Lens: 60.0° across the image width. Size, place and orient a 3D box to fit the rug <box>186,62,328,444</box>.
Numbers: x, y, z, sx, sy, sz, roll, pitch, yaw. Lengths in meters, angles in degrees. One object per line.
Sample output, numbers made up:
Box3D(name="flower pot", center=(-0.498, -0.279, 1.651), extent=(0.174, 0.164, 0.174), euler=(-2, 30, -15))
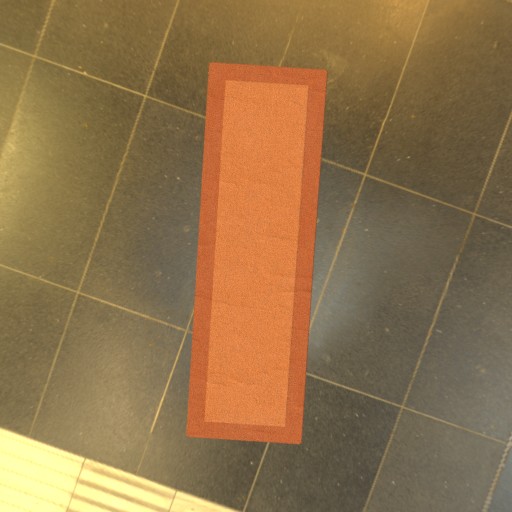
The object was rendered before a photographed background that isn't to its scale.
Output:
Box3D(name="rug", center=(0.000, 0.000, 2.862), extent=(0.914, 0.013, 2.471), euler=(0, 92, 0))
